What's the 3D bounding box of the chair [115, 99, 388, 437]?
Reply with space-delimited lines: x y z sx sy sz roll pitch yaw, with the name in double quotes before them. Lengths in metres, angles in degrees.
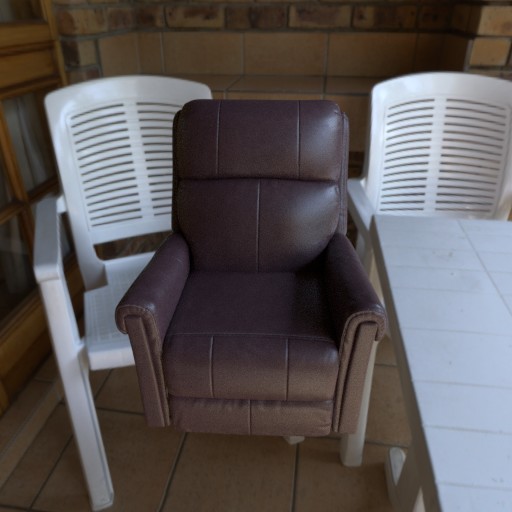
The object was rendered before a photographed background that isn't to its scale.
"chair" 0.000 0.000 1.752 0.838 1.054 1.014 1 30 2
